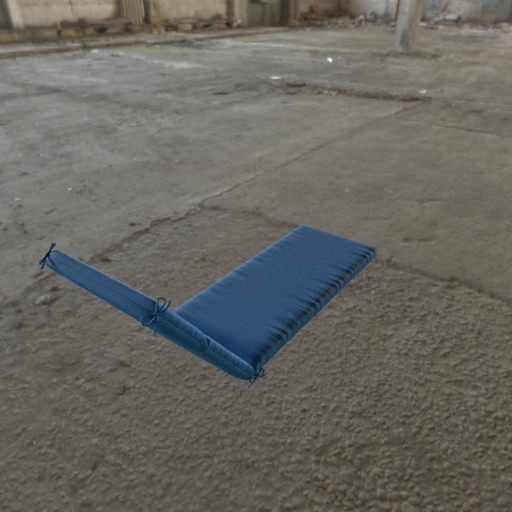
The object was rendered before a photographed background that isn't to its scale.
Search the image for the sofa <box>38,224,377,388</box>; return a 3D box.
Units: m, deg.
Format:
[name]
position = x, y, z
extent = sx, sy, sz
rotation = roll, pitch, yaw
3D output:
[sofa]
position = 0.000, 0.000, 1.995
extent = 0.582, 0.622, 1.663
rotation = 21, 36, 31
